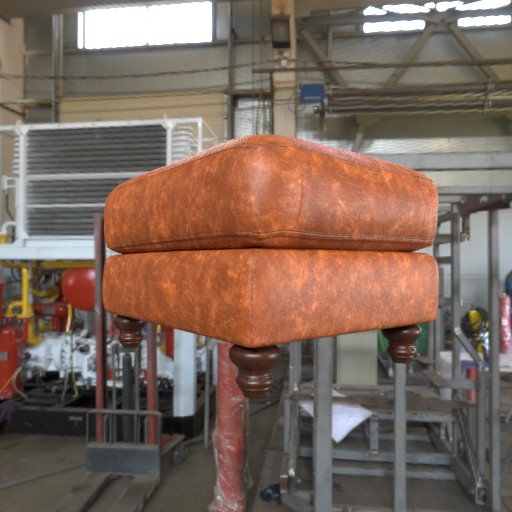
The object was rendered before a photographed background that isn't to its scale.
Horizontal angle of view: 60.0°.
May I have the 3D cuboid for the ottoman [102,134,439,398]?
[{"bbox_3d":[0.000,0.000,1.276,0.657,0.562,0.832,1,-1,-38],"label":"ottoman"}]
